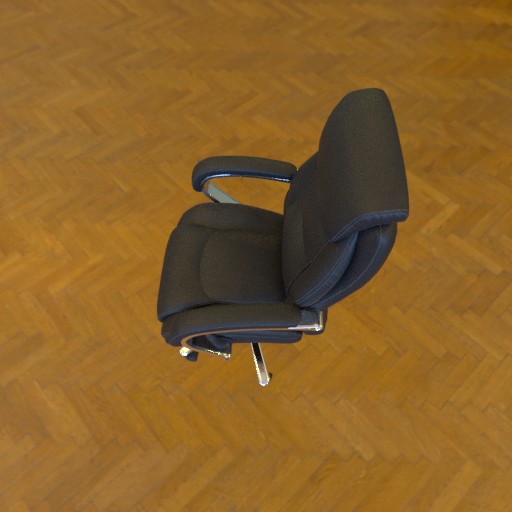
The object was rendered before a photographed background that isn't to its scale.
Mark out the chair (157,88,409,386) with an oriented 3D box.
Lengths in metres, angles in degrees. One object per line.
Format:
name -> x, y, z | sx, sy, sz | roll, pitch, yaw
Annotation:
chair -> 0.000, 0.000, 1.691 | 0.790, 1.183, 0.755 | 1, 58, 1
